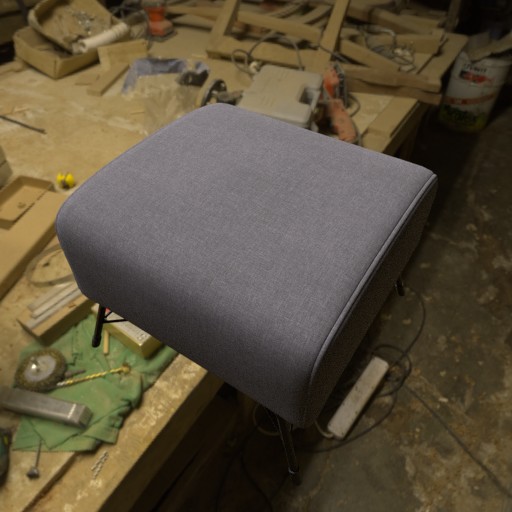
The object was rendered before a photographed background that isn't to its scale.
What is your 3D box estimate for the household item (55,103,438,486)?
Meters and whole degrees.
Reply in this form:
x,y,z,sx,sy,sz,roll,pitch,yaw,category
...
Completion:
x,y,z,sx,sy,sz,roll,pitch,yaw,category
0.000,0.000,0.884,0.530,0.410,0.530,25,51,23,household item
